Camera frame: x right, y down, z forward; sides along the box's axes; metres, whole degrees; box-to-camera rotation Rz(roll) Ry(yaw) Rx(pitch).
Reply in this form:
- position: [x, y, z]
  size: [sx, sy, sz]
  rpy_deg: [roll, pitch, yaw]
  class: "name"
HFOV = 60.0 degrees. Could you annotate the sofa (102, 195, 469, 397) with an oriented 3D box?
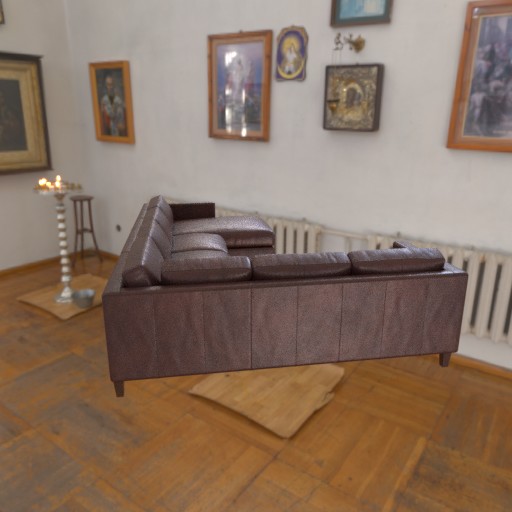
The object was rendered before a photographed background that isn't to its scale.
- position: [0.000, 0.000, 4.518]
  size: [2.452, 0.891, 3.324]
  rpy_deg: [-3, 17, -9]
  class: "sofa"
